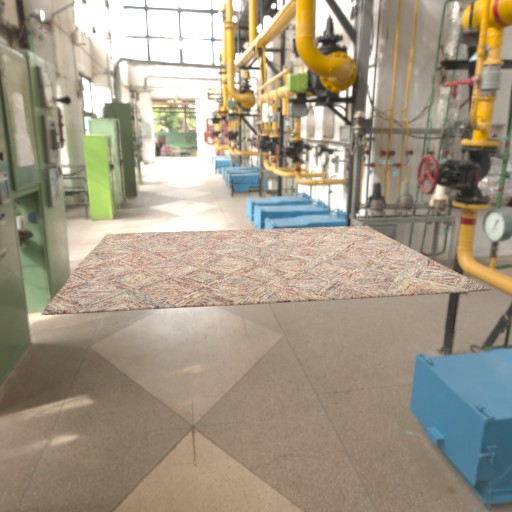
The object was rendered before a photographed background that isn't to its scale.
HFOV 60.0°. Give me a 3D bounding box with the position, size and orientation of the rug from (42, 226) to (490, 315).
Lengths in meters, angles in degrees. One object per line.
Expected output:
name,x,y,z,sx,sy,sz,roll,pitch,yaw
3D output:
rug,0.000,0.000,4.261,3.226,0.024,2.436,-2,16,-8
